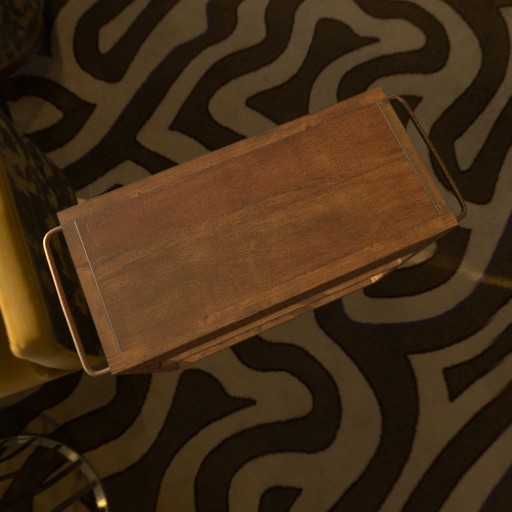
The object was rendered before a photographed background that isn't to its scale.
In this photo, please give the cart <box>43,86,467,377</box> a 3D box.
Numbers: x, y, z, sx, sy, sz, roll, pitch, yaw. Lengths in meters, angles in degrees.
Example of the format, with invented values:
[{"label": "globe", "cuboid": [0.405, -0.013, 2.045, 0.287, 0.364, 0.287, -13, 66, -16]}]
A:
[{"label": "cart", "cuboid": [0.000, 0.000, 1.512, 1.065, 0.830, 0.445, -23, 77, -6]}]
